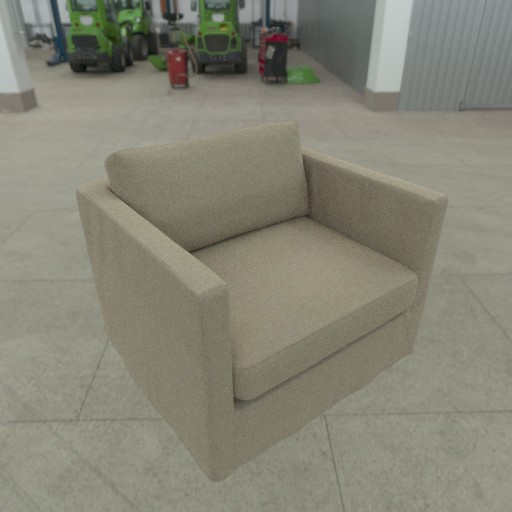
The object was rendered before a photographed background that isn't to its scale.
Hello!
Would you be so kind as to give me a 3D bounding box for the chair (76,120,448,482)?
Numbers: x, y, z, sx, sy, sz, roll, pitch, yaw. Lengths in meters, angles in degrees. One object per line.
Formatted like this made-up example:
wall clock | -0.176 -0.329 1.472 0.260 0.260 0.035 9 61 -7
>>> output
chair | 0.000 0.000 1.737 1.057 0.863 0.949 -21 36 -32
